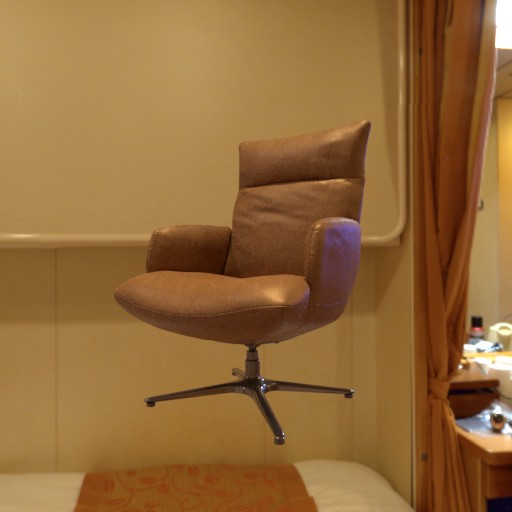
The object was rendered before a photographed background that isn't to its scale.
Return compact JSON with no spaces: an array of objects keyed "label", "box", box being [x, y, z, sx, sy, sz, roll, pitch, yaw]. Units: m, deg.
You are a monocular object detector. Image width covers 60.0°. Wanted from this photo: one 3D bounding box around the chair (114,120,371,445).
[{"label":"chair","box":[0.000,0.000,1.580,0.711,1.027,0.794,0,0,35]}]
